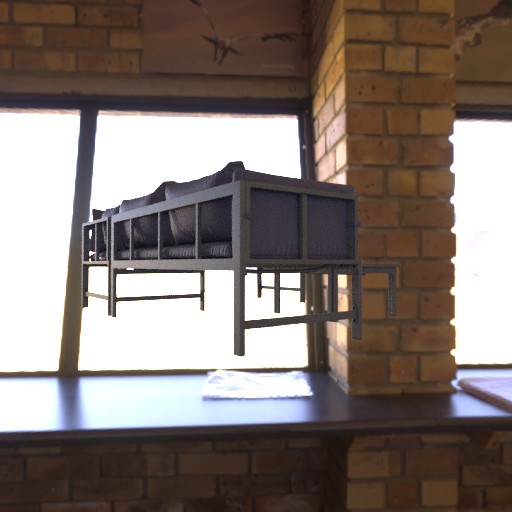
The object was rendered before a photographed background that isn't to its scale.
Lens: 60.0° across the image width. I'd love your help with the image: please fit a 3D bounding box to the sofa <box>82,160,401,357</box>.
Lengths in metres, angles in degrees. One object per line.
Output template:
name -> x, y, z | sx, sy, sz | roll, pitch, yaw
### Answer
sofa -> 0.000, 0.000, 2.917 | 1.658, 0.762, 2.149 | 1, -1, -36
